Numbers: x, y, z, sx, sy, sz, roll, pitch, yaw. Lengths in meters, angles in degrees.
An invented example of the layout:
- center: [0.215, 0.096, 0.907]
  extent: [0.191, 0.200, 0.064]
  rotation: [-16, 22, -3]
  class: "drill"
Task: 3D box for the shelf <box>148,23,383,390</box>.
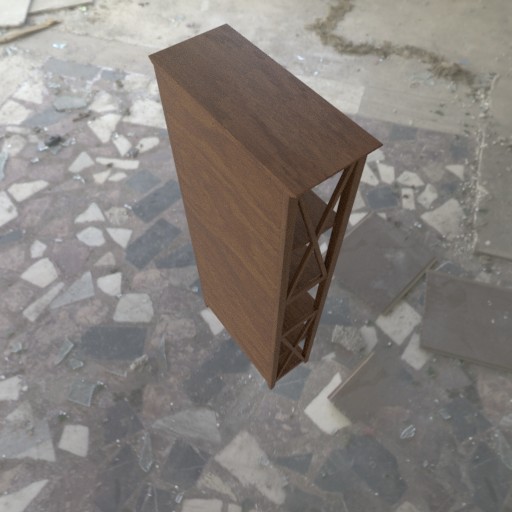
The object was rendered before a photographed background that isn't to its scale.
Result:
- center: [0.000, 0.000, 2.227]
  extent: [0.335, 1.905, 0.805]
  rotation: [-32, 63, -19]
  class: "shelf"
